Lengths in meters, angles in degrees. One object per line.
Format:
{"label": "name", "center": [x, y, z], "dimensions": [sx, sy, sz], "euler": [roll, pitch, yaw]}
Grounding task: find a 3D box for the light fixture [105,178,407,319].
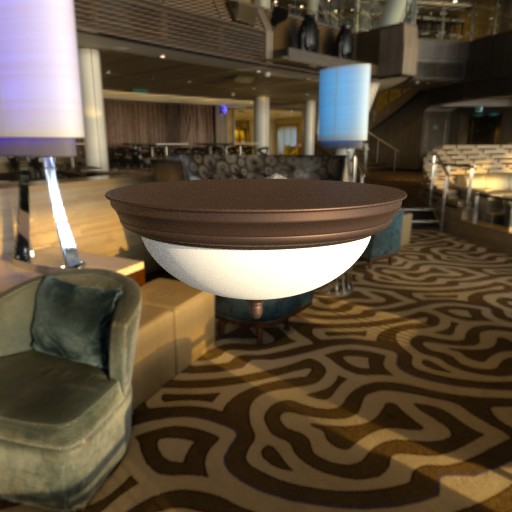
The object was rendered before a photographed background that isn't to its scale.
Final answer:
{"label": "light fixture", "center": [0.000, 0.000, 0.448], "dimensions": [0.280, 0.135, 0.280], "euler": [0, 14, 0]}
